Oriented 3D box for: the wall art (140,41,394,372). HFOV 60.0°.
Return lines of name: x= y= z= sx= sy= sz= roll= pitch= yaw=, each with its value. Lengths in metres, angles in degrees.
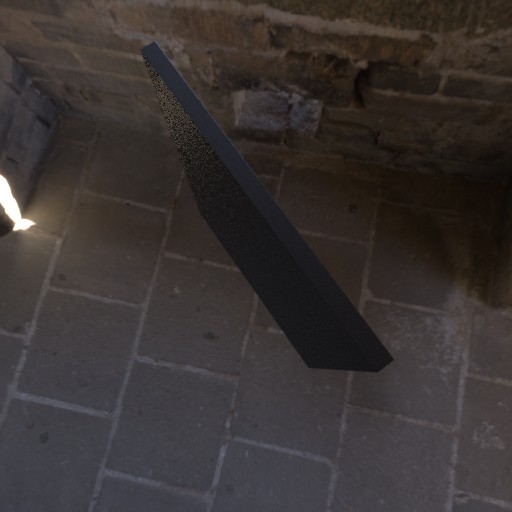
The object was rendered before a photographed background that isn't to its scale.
wall art: x=0.000 y=0.000 z=1.377 sx=0.038 sy=1.062 sz=0.806 roll=-34 pitch=79 yaw=-8
